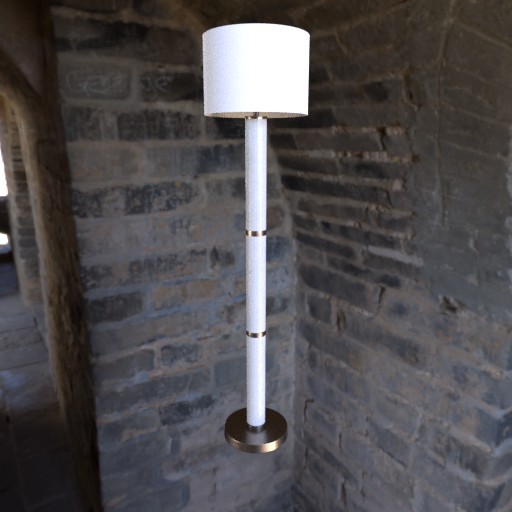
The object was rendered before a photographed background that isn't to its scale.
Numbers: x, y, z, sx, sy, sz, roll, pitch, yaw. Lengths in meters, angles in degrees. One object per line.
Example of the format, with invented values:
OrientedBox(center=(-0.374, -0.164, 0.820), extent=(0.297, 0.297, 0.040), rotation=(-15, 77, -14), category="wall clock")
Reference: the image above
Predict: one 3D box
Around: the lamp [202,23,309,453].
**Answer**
OrientedBox(center=(0.000, 0.000, 1.755), extent=(0.377, 1.599, 0.377), rotation=(2, 15, 10), category="lamp")
